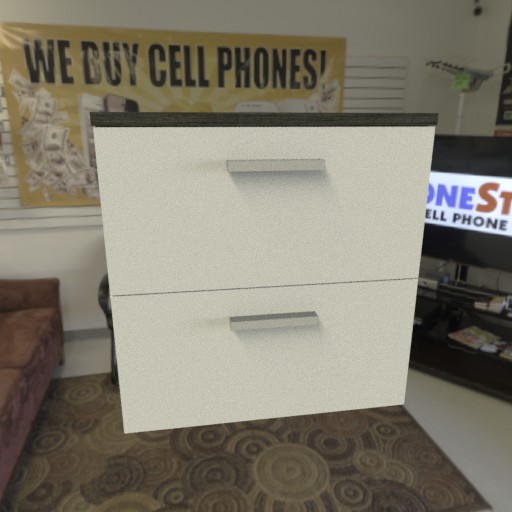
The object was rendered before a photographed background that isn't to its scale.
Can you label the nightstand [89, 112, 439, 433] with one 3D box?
[{"bbox_3d":[0.000,0.000,0.756,0.441,0.460,0.325,-3,17,-9],"label":"nightstand"}]
